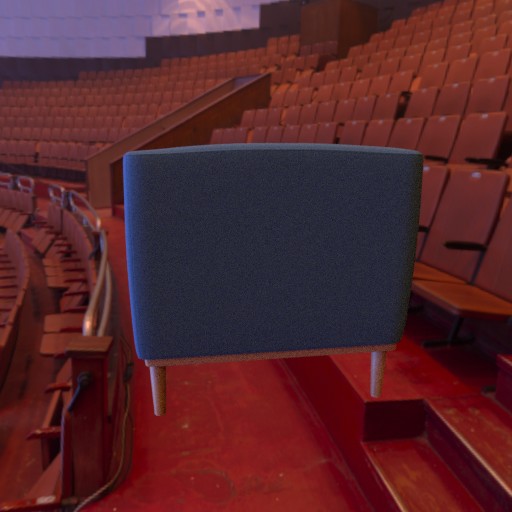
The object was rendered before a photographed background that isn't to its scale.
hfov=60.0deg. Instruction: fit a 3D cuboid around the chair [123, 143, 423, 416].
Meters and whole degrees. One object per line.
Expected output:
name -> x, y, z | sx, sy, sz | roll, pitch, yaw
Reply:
chair -> 0.000, 0.000, 1.683 | 0.946, 0.818, 0.951 | -2, 14, -8
